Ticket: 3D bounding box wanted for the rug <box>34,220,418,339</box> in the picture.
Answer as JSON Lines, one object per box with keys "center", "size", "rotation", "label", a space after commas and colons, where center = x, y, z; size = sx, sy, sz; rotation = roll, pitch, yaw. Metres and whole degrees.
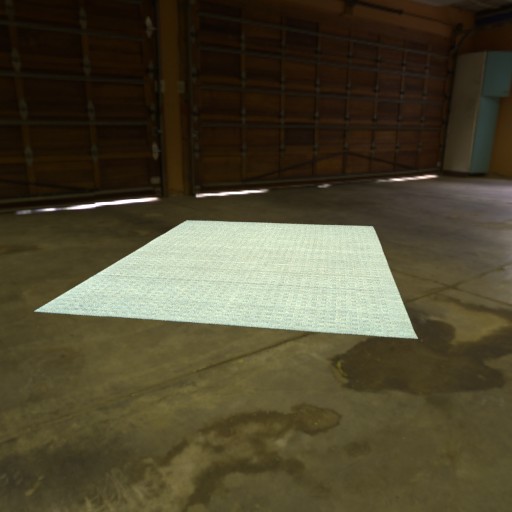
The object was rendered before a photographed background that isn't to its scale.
{"center": [0.000, 0.000, 4.250], "size": [2.443, 0.007, 3.200], "rotation": [3, 16, 9], "label": "rug"}
